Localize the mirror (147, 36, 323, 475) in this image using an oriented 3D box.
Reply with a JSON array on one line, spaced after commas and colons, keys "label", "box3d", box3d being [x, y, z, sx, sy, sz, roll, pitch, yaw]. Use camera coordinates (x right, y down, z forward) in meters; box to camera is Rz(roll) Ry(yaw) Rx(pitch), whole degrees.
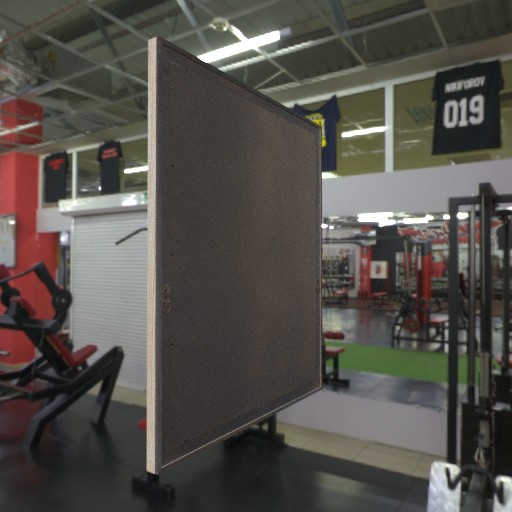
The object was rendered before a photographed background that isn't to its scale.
[{"label": "mirror", "box3d": [0.000, 0.000, 1.198, 0.032, 0.882, 0.730, -1, -1, 35]}]
